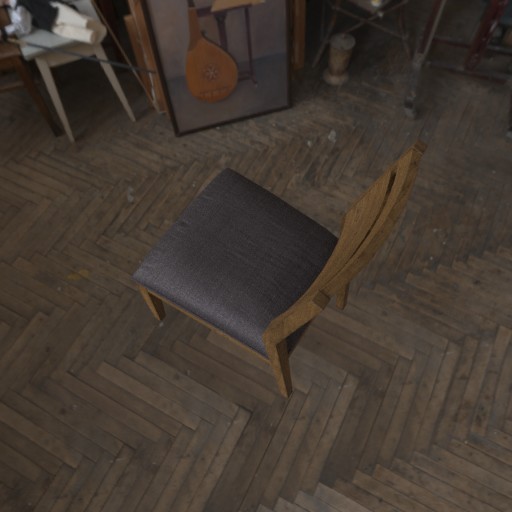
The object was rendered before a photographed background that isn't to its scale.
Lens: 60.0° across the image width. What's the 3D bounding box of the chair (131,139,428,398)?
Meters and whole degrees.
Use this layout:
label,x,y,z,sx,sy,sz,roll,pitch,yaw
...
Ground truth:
label,x,y,z,sx,sy,sz,roll,pitch,yaw
chair,0.000,0.000,1.306,0.610,0.939,0.501,31,68,14
